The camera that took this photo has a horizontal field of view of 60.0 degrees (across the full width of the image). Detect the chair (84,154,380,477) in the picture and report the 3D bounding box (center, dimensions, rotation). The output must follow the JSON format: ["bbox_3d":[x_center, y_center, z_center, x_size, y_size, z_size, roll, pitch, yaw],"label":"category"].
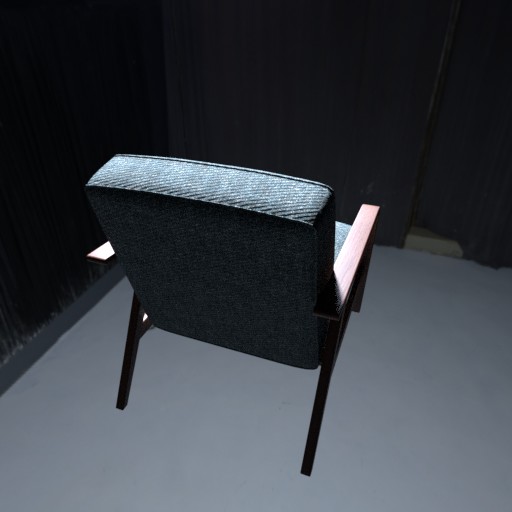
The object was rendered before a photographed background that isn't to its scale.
[{"bbox_3d":[0.000,0.000,1.528,0.719,0.864,0.889,12,34,18],"label":"chair"}]
